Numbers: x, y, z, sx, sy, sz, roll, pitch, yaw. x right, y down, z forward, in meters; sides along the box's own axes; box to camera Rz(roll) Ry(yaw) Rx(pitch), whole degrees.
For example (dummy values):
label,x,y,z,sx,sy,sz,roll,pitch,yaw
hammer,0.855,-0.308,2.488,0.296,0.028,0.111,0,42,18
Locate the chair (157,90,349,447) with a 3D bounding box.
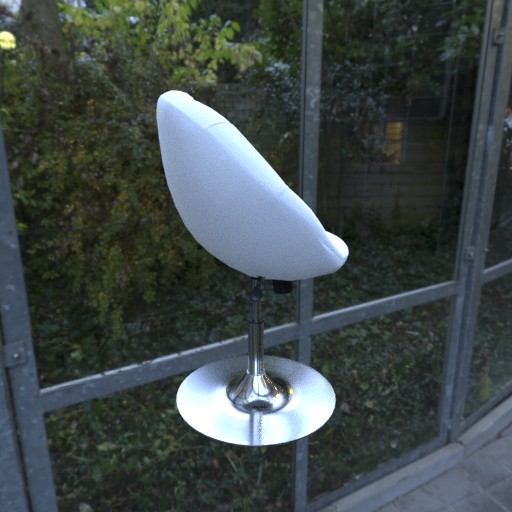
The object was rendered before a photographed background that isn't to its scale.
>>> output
label,x,y,z,sx,sy,sz,roll,pitch,yaw
chair,0.000,0.000,1.817,0.736,1.261,0.940,-3,15,-11
